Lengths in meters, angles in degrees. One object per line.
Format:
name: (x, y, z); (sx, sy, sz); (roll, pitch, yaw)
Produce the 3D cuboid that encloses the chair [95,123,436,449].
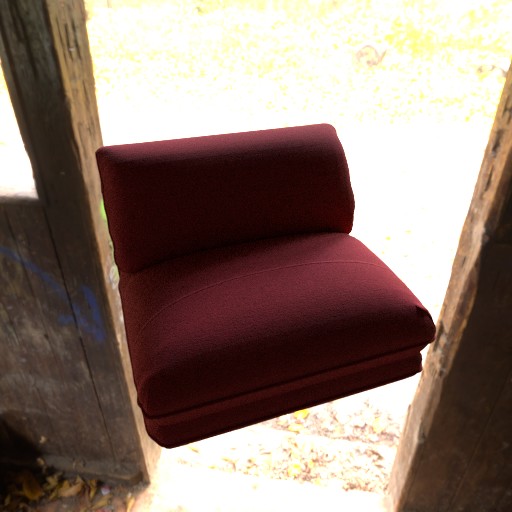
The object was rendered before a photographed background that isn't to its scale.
chair: (0.000, 0.000, 1.334); (0.820, 0.580, 0.780); (-11, 34, -16)
